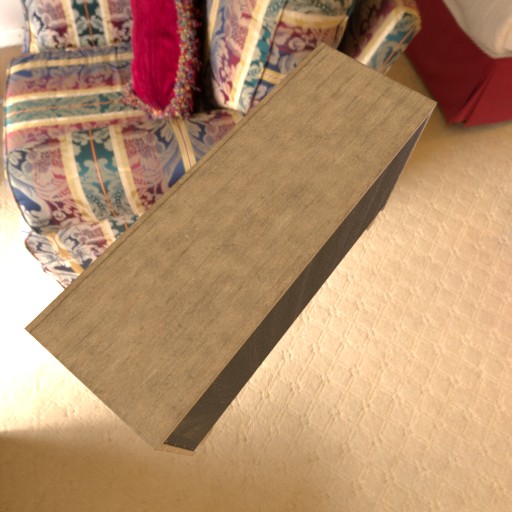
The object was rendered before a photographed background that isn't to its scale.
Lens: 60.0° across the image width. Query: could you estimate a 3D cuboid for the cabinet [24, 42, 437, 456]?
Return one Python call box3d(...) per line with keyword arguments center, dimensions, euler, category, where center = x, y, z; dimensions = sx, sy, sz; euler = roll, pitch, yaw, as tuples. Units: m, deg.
box3d(center=(0.000, 0.000, 1.786), dimensions=(0.511, 0.825, 1.460), euler=(35, 69, 15), category="cabinet")
